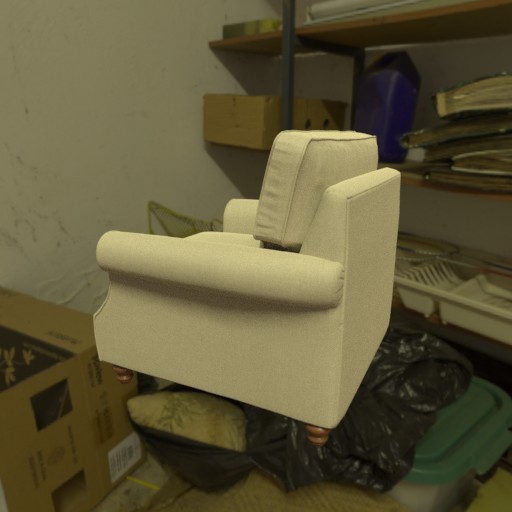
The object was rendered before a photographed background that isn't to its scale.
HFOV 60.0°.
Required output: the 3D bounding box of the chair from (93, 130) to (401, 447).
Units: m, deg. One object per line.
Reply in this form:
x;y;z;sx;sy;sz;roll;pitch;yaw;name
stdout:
0.000;0.000;1.777;0.966;0.967;1.029;8;17;26;chair
